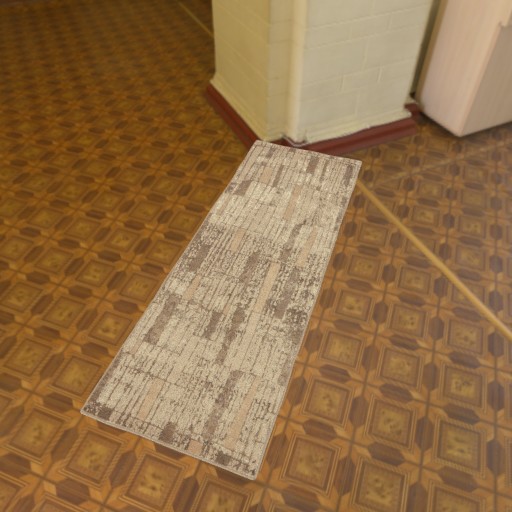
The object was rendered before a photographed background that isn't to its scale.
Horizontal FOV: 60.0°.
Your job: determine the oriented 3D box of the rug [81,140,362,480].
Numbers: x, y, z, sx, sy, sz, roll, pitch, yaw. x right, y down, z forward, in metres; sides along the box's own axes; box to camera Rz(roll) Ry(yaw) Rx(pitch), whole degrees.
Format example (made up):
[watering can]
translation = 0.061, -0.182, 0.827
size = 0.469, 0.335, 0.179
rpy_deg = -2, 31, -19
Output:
[rug]
translation = 0.000, 0.000, 2.679
size = 0.857, 0.018, 2.383
rpy_deg = 15, 49, 13
